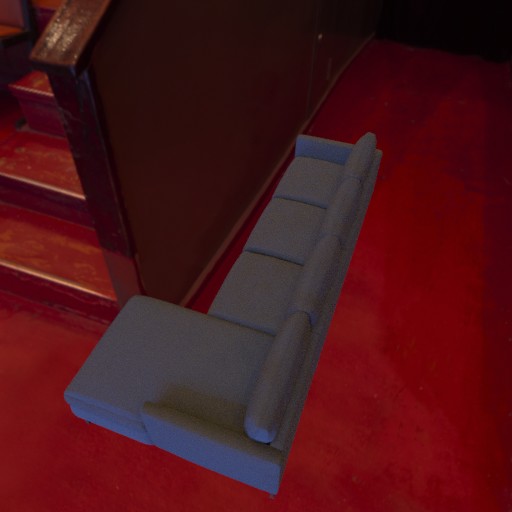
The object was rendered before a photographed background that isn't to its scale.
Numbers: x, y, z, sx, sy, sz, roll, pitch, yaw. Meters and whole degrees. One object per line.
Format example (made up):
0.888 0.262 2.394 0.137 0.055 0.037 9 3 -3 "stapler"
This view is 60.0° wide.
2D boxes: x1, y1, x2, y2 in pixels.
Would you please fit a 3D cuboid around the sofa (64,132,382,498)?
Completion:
0.000 0.000 3.123 1.255 0.756 2.725 16 49 14 "sofa"
